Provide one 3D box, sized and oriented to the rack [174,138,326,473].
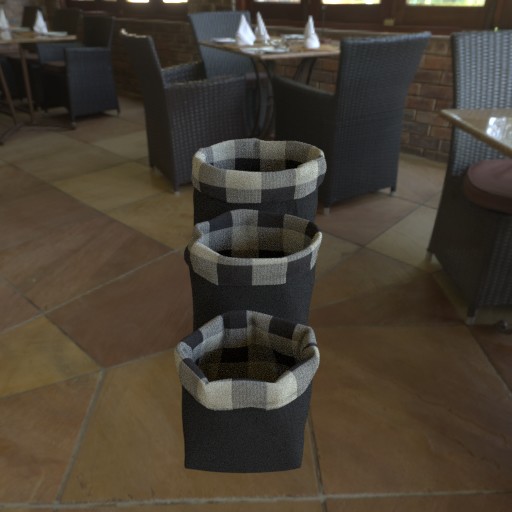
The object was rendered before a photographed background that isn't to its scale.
[{"bbox_3d":[0.000,0.000,1.042,0.370,0.329,0.889,1,31,1],"label":"rack"}]
